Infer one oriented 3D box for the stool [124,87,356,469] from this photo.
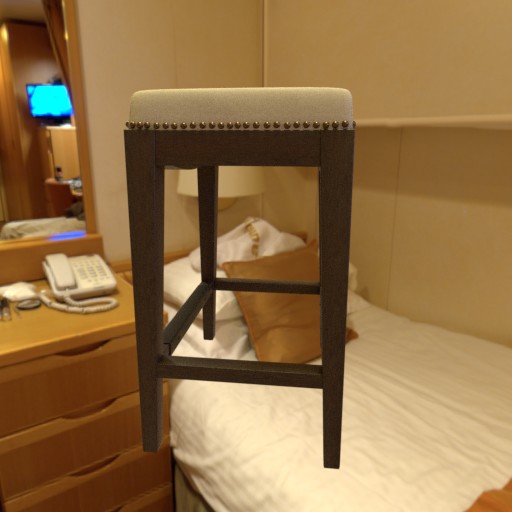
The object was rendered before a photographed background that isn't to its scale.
[{"bbox_3d":[0.000,0.000,0.957,0.361,0.642,0.500,2,15,7],"label":"stool"}]
